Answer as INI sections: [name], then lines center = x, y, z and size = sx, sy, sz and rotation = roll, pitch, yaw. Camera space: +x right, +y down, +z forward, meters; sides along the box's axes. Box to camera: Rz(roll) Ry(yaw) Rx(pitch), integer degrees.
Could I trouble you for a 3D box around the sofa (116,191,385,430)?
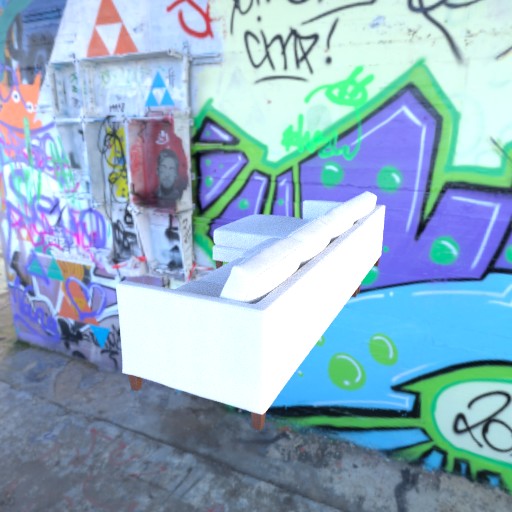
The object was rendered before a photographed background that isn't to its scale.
[sofa]
center = 0.000, 0.000, 3.864
size = 1.625, 0.861, 3.186
rotation = 8, 18, 25
